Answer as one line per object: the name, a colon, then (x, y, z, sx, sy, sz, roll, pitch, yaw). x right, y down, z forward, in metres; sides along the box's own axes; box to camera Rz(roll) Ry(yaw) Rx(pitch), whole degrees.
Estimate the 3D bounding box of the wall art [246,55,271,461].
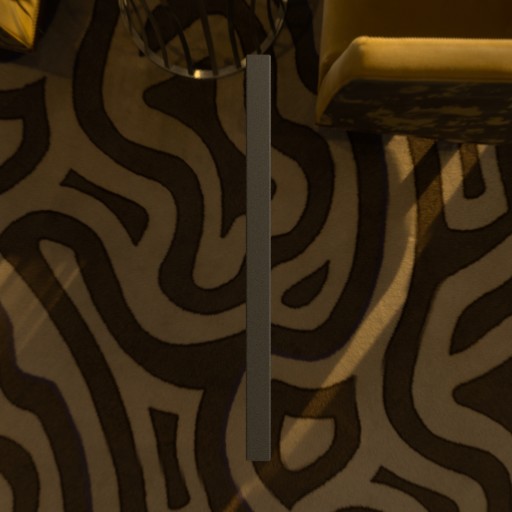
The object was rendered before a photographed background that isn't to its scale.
wall art: (0.000, 0.000, 0.776, 0.028, 0.558, 0.457, 0, 91, -1)
